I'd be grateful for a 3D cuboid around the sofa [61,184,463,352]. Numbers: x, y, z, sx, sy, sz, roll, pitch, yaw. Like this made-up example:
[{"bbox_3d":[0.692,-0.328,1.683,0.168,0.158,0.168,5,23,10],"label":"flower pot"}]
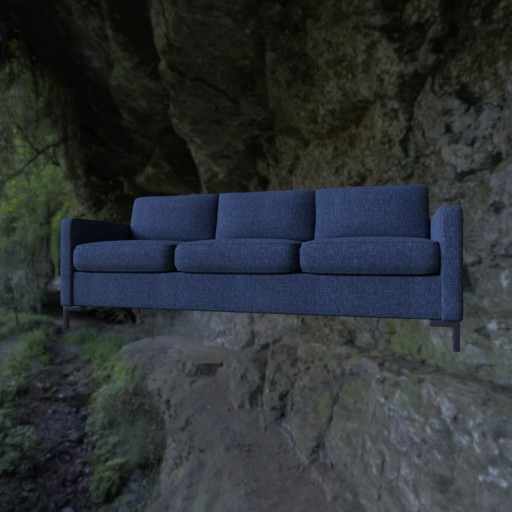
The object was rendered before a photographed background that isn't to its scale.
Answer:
[{"bbox_3d":[0.000,0.000,2.709,2.218,0.874,0.859,0,0,18],"label":"sofa"}]
